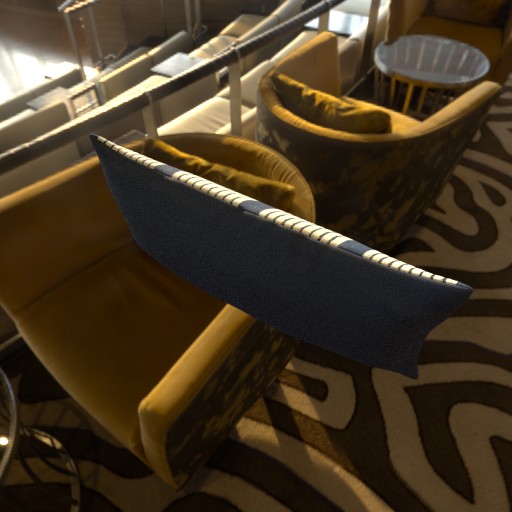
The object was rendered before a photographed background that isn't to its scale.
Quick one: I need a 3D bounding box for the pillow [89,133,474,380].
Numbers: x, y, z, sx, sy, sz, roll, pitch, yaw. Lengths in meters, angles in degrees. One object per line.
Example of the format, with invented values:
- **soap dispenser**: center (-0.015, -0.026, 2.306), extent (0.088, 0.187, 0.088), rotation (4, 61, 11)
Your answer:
- **pillow**: center (0.000, 0.000, 0.724), extent (0.608, 0.292, 0.156), rotation (25, 52, 22)
